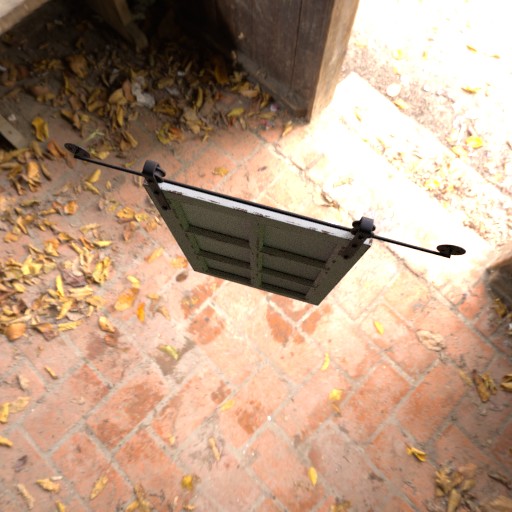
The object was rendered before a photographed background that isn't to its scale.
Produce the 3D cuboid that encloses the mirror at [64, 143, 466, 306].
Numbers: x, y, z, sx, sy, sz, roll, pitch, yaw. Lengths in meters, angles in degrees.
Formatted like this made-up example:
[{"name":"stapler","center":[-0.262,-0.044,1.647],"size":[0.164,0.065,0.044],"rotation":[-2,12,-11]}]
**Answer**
[{"name":"mirror","center":[0.000,0.000,1.214],"size":[0.808,0.844,0.037],"rotation":[15,76,4]}]
